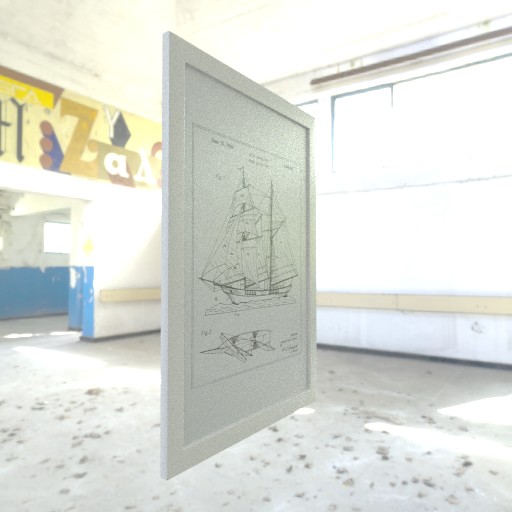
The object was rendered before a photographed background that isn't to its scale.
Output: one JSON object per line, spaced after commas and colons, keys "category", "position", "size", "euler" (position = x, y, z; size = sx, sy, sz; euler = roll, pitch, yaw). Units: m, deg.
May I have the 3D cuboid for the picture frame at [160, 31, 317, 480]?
{"category": "picture frame", "position": [0.000, 0.000, 0.683], "size": [0.012, 0.534, 0.381], "euler": [-1, -2, 35]}
